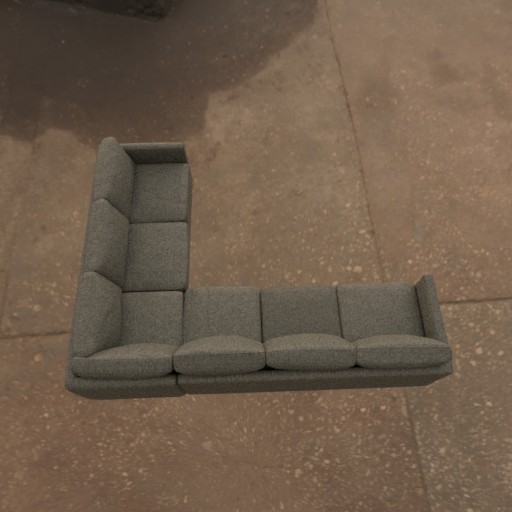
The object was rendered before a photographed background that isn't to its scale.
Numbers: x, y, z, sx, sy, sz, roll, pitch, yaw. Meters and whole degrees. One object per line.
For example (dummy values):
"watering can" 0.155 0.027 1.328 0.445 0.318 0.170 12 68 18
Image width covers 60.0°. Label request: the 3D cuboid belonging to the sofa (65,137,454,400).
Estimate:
"sofa" 0.000 0.000 4.442 3.302 0.947 2.593 -2 65 -1
